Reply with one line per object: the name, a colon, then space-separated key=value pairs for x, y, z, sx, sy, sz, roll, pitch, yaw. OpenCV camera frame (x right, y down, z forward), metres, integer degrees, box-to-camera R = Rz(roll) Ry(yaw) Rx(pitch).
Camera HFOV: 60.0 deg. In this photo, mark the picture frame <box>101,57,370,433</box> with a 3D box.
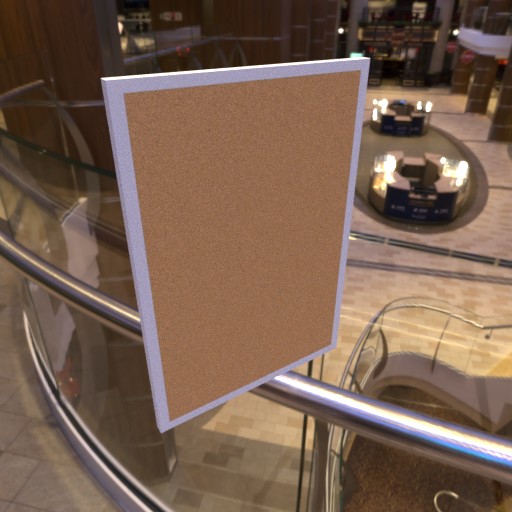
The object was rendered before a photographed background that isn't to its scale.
picture frame: x=0.000 y=0.000 z=0.549 sx=0.305 sy=0.434 sz=0.013 roll=-18 pitch=34 yaw=-28
